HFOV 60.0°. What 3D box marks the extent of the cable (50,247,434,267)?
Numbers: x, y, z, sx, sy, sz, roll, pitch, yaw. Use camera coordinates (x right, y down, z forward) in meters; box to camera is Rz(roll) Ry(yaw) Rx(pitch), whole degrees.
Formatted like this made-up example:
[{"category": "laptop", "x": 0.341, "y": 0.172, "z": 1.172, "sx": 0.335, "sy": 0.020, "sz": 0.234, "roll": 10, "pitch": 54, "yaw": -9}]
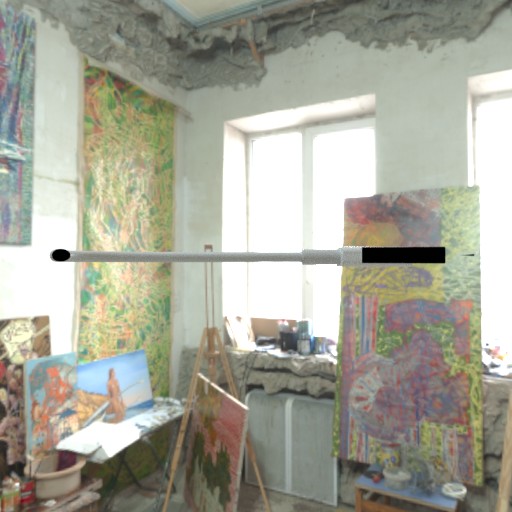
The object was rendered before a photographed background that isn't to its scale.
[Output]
[{"category": "cable", "x": 0.000, "y": 0.000, "z": 0.110, "sx": 0.098, "sy": 0.006, "sz": 0.040, "roll": 0, "pitch": -1, "yaw": 0}]
